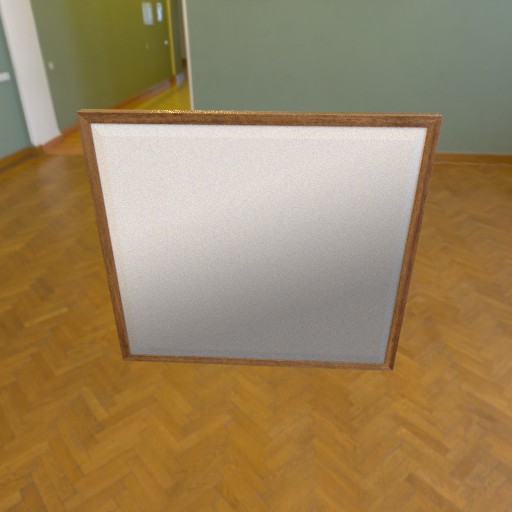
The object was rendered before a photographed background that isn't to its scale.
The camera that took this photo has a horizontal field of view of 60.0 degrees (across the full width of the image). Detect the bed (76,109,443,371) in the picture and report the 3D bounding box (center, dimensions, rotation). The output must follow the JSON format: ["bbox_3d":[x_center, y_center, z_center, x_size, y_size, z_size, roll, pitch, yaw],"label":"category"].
[{"bbox_3d":[0.000,0.000,1.498,1.041,0.940,0.043,2,29,3],"label":"bed"}]
